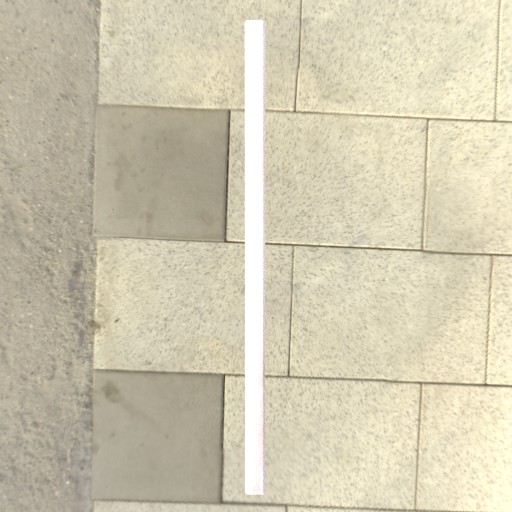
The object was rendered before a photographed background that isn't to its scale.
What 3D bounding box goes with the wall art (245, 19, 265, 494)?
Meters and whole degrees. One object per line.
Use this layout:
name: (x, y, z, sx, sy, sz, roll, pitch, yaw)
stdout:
wall art: (0.000, 0.000, 1.154, 0.038, 0.609, 0.913, 0, 92, 0)
